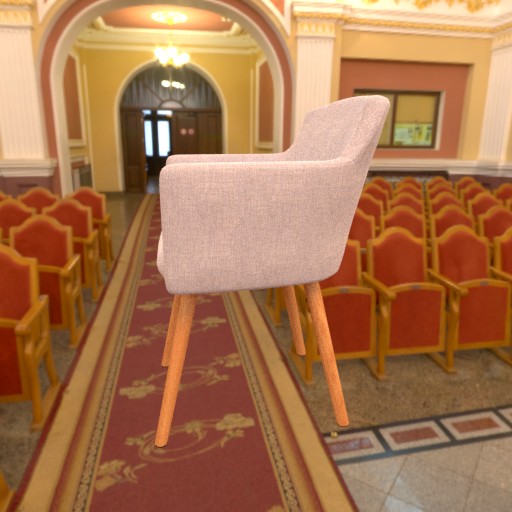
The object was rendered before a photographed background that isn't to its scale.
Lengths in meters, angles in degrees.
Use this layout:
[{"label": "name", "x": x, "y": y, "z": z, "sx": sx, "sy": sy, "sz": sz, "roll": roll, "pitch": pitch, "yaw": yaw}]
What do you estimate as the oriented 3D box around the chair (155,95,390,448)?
[{"label": "chair", "x": 0.000, "y": 0.000, "z": 1.149, "sx": 0.540, "sy": 0.780, "sz": 0.570, "roll": -2, "pitch": 15, "yaw": -10}]
